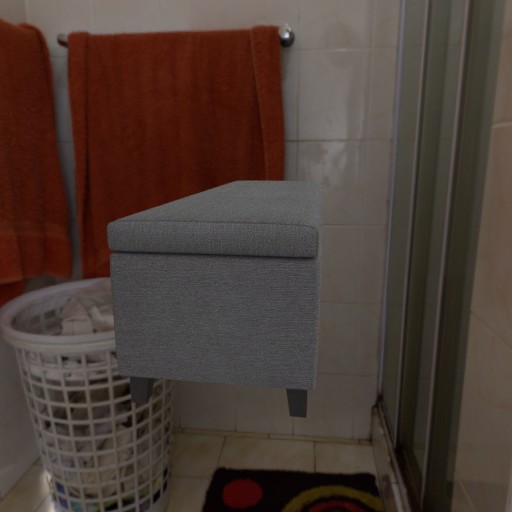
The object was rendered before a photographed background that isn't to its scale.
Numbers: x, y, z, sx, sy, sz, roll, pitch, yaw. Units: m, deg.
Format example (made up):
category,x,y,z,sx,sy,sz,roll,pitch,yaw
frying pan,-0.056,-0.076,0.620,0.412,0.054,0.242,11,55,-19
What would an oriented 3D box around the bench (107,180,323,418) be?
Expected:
category,x,y,z,sx,sy,sz,roll,pitch,yaw
bench,0.000,0.000,1.522,0.446,0.438,1.269,2,13,8
